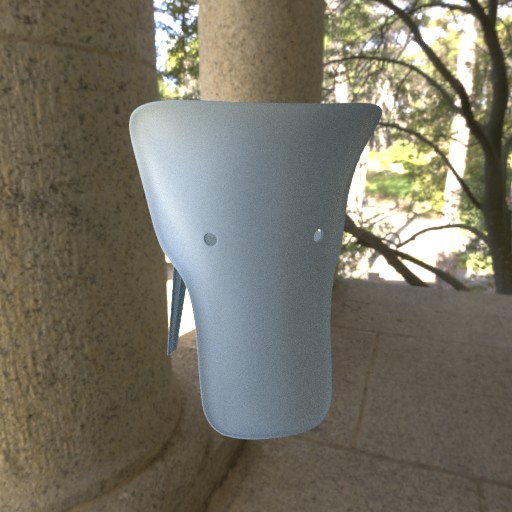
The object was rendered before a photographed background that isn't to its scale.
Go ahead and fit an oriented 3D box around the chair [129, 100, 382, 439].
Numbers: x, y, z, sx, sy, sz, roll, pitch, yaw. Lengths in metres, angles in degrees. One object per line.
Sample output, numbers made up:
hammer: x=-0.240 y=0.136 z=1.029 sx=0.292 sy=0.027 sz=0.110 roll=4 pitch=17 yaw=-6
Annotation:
chair: x=0.000 y=0.000 z=0.878 sx=0.451 sy=0.554 sz=0.402 roll=-2 pitch=14 yaw=-9
